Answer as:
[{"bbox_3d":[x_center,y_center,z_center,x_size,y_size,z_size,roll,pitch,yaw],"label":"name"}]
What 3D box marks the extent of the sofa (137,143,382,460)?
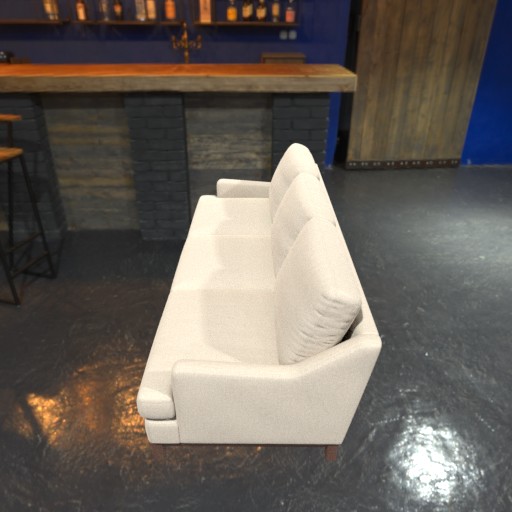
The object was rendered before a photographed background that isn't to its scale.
[{"bbox_3d":[0.000,0.000,2.826,1.000,0.913,2.321,0,29,0],"label":"sofa"}]
